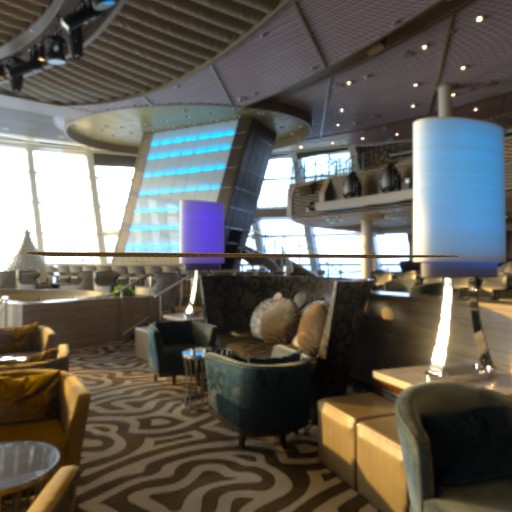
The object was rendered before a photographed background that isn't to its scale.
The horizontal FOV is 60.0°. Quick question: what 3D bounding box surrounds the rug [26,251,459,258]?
[{"bbox_3d":[0.000,0.000,2.741,2.438,0.010,0.775,0,-1,-19],"label":"rug"}]
